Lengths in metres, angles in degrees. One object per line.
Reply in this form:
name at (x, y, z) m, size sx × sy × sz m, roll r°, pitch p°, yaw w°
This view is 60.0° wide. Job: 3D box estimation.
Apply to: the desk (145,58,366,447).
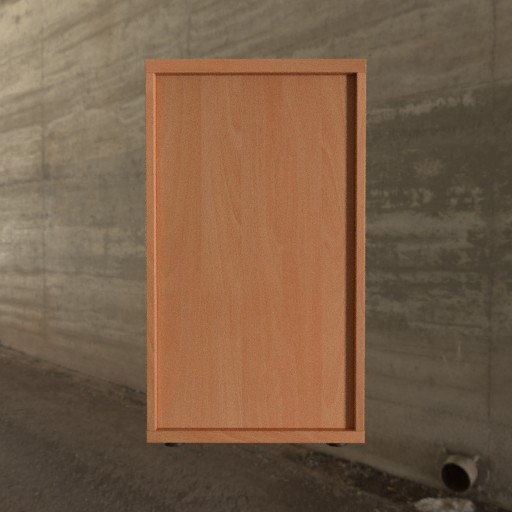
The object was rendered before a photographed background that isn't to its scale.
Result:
desk at (0.000, 0.000, 1.114) m, size 0.404 × 0.730 × 0.600 m, roll 0°, pitch 1°, yaw 0°
